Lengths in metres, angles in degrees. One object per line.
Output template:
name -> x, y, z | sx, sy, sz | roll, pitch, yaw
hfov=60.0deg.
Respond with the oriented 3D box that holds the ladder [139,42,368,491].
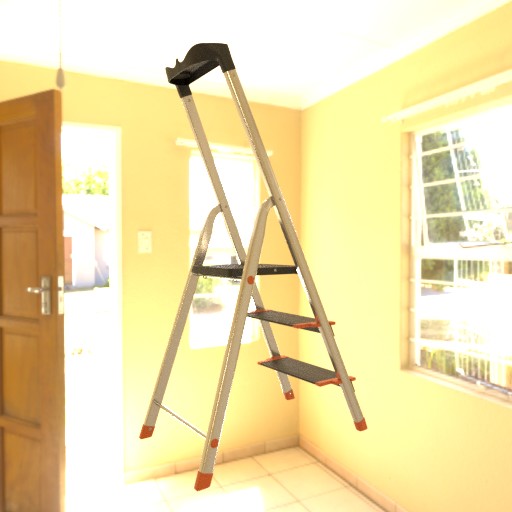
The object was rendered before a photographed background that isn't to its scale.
ladder -> 0.000, 0.000, 1.523 | 0.686, 1.229, 0.416 | -1, 2, -36
